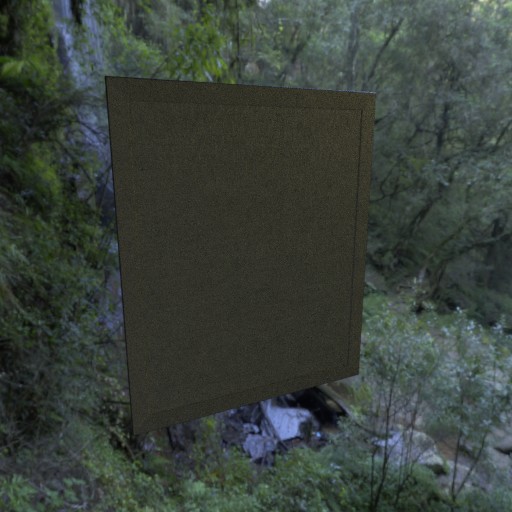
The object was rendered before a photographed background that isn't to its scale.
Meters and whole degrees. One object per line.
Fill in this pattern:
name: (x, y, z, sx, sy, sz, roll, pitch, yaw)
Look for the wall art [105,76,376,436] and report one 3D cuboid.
wall art: (0.000, 0.000, 0.635, 0.381, 0.457, 0.023, -7, 16, -25)
